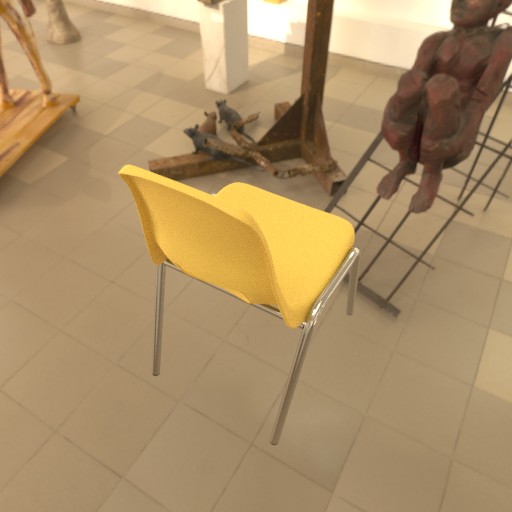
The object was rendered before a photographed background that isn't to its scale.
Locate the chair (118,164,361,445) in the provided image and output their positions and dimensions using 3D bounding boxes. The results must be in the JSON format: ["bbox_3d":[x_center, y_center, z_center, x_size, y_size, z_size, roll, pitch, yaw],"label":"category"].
[{"bbox_3d":[0.000,0.000,0.938,0.381,0.653,0.436,23,51,20],"label":"chair"}]
